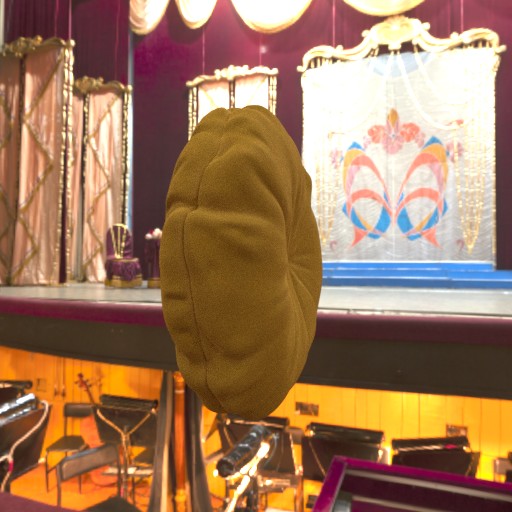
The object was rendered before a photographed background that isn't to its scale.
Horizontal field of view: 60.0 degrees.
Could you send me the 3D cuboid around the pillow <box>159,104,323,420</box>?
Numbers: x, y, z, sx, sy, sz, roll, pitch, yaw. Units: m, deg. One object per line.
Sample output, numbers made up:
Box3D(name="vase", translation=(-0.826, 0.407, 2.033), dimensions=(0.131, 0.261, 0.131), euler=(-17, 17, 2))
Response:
Box3D(name="pillow", translation=(0.000, 0.000, 0.631), dimensions=(0.148, 0.407, 0.428), euler=(0, -1, 18))
